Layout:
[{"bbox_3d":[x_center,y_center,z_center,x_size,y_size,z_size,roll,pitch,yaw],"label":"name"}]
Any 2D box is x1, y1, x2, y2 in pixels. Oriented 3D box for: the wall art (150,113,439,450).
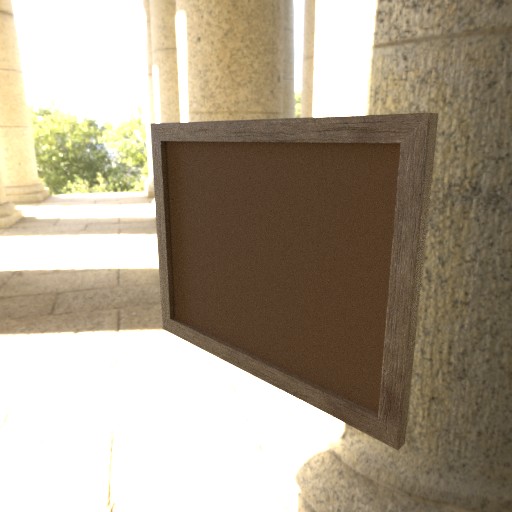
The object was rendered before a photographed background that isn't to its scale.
[{"bbox_3d":[0.000,0.000,0.910,0.690,0.535,0.026,14,21,43],"label":"wall art"}]
